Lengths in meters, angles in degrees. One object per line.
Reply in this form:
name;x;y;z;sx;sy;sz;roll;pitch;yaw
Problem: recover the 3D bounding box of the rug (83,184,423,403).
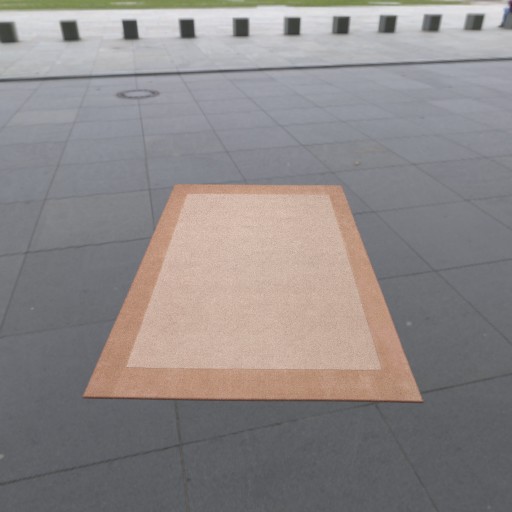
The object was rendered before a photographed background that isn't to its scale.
rug;0.000;0.000;3.011;1.524;0.014;2.438;0;32;1
